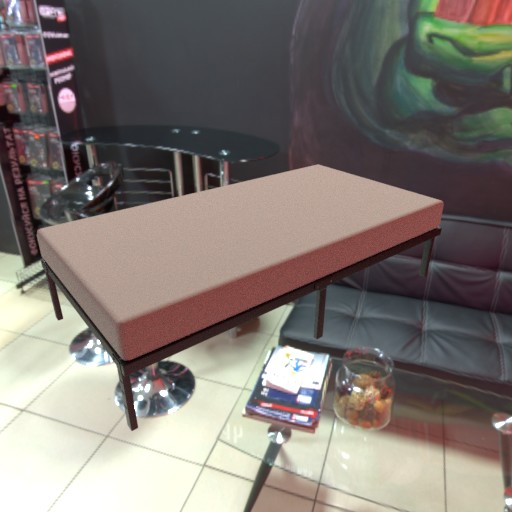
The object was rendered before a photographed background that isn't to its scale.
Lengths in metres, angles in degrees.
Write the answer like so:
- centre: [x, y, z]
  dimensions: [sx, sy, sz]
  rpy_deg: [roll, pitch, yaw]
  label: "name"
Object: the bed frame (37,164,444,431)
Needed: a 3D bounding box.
- centre: [0.000, 0.000, 3.286]
  dimensions: [2.635, 0.680, 1.393]
  rpy_deg: [-19, 33, -33]
  label: "bed frame"
